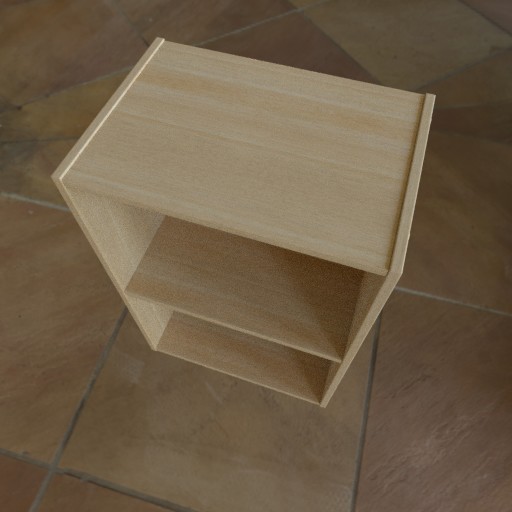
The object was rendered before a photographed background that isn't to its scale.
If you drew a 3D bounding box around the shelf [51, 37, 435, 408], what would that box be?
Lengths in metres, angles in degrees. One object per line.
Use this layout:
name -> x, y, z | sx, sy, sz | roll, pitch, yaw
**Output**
shelf -> 0.000, 0.000, 0.808 | 0.414, 0.592, 0.290 | 16, 60, 10
